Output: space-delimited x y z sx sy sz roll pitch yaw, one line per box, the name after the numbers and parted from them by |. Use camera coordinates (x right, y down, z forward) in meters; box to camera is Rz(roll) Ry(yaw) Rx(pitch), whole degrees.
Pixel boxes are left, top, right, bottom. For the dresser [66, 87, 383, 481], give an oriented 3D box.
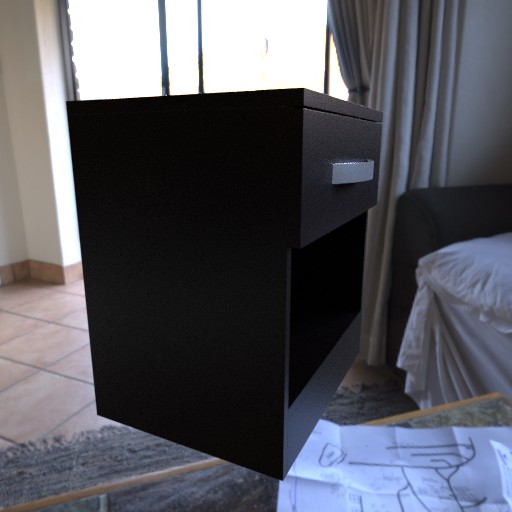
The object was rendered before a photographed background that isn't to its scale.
0.000 0.000 0.736 0.360 0.470 0.400 7 16 26 | dresser
